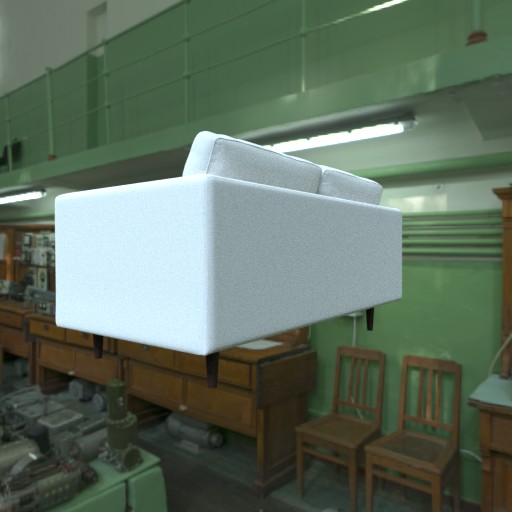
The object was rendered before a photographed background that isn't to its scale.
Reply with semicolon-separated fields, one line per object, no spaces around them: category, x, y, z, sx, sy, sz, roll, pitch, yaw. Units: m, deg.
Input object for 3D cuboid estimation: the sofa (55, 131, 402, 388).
sofa;0.000;0.000;2.275;0.940;0.893;1.713;1;1;37
